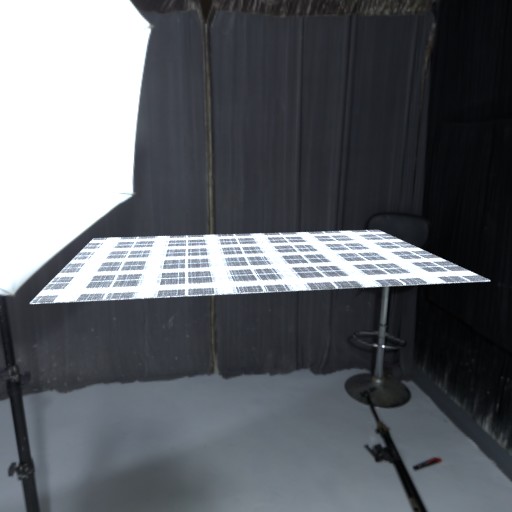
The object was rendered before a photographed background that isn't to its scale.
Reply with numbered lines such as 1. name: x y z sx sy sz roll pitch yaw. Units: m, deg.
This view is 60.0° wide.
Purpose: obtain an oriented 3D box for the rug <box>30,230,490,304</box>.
1. rug: 0.000 0.000 3.026 2.434 0.015 1.520 -2 14 -8
